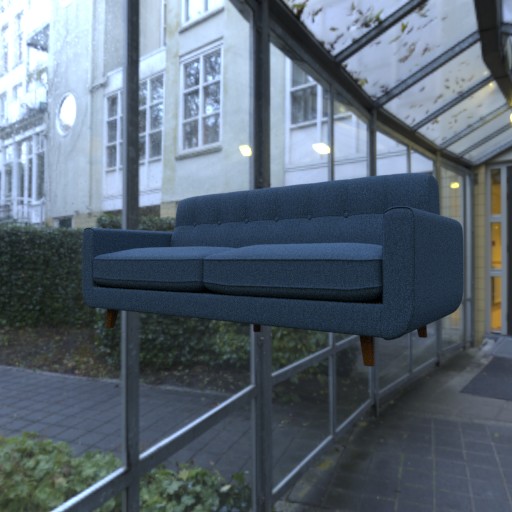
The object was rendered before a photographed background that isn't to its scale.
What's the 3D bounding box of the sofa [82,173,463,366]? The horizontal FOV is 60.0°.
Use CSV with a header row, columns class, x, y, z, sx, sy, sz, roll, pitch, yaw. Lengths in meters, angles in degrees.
class,x,y,z,sx,sy,sz,roll,pitch,yaw
sofa,0.000,0.000,2.570,2.055,0.884,0.942,0,0,35
